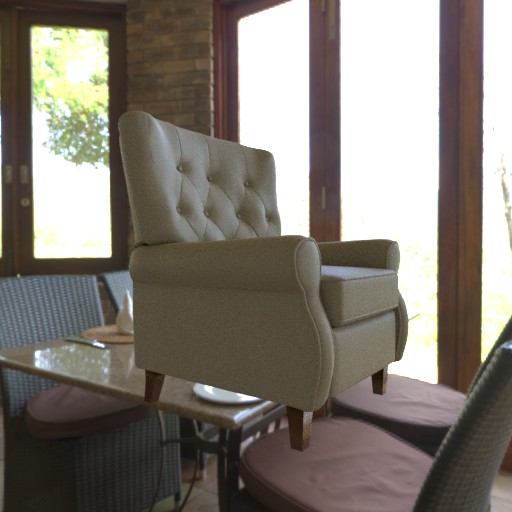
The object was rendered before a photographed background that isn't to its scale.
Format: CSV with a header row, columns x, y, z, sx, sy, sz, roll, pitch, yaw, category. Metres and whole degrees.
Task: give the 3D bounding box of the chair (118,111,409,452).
x,y,z,sx,sy,sz,roll,pitch,yaw,category
0.000,0.000,1.853,1.059,1.158,0.943,1,1,37,chair
